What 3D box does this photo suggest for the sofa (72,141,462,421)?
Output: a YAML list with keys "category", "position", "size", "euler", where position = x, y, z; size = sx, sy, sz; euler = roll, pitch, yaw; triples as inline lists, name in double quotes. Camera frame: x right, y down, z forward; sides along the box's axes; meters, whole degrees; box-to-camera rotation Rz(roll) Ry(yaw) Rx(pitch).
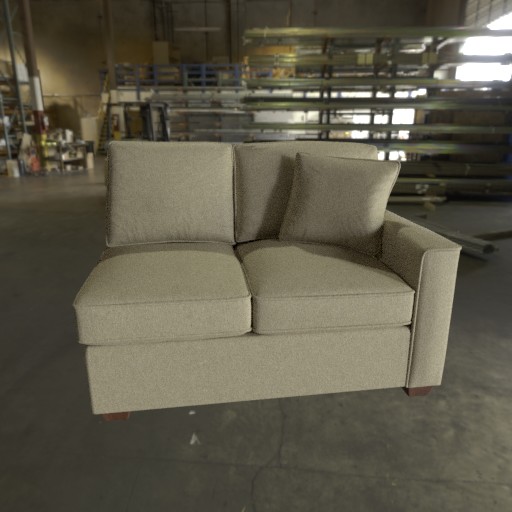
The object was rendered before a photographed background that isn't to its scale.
- category: "sofa"
  position: [0.000, 0.000, 2.000]
  size: [1.388, 0.989, 0.991]
  euler: [-2, 17, -7]
